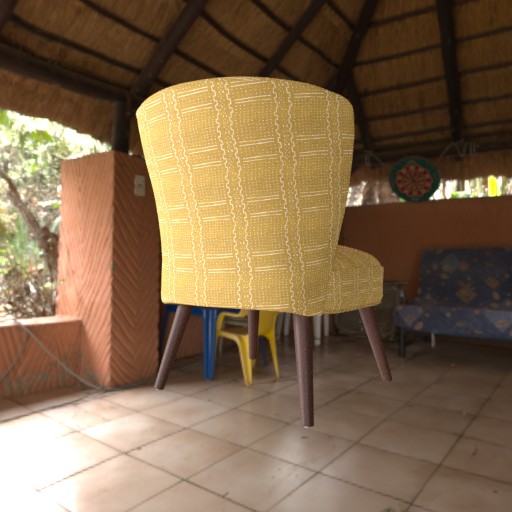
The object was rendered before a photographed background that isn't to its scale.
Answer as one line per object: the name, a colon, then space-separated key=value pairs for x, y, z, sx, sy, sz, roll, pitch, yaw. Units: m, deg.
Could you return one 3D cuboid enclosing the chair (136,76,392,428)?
chair: x=0.000 y=0.000 z=1.414 sx=0.706 sy=0.866 sz=0.758 roll=0 pitch=-1 yaw=36
